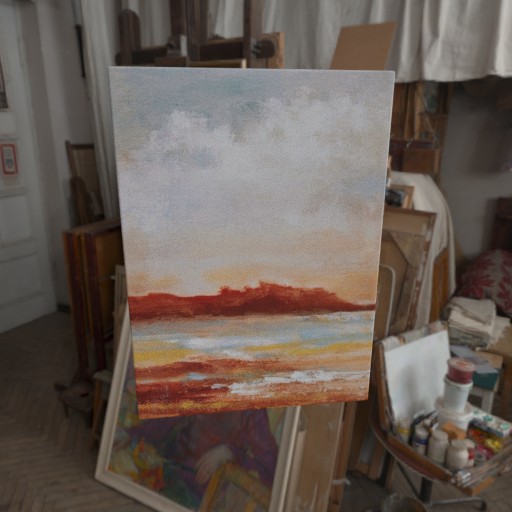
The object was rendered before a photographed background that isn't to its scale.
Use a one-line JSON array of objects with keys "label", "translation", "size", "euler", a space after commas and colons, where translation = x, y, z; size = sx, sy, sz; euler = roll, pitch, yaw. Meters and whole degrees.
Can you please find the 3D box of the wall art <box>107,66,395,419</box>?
[{"label": "wall art", "translation": [0.000, 0.000, 0.777], "size": [0.443, 0.605, 0.035], "euler": [-2, 17, -8]}]
